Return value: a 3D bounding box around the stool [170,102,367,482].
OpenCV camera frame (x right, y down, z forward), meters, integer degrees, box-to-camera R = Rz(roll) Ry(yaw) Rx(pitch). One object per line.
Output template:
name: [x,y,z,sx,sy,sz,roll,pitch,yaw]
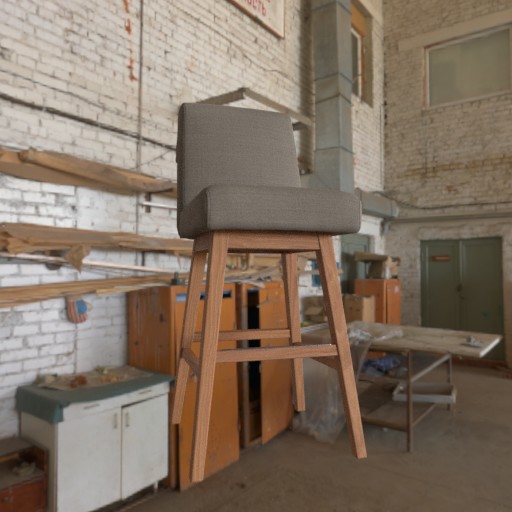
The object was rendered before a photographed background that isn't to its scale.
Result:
stool: [0.000,0.000,1.388,0.483,1.112,0.570,1,-2,-17]
